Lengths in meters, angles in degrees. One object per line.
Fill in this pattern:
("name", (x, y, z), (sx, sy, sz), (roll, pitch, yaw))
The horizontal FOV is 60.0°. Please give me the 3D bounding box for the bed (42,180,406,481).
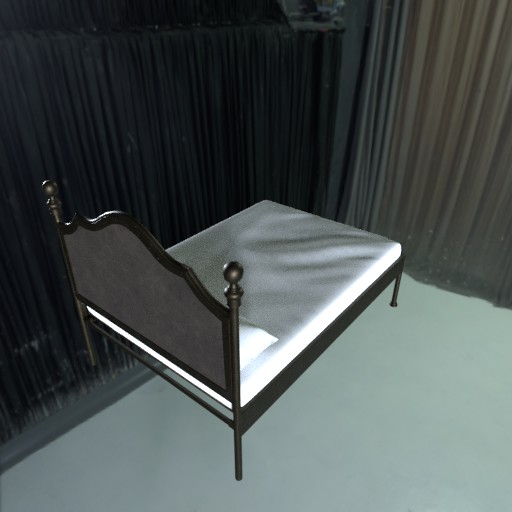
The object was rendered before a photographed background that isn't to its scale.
("bed", (0.000, 0.000, 3.270), (1.533, 1.462, 2.170), (23, 38, 33))
